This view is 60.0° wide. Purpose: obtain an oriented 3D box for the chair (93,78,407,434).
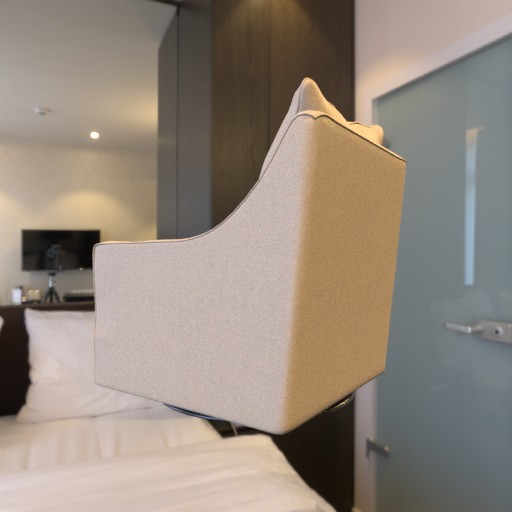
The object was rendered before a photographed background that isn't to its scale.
[{"bbox_3d":[0.000,0.000,1.596,0.876,0.942,0.760,0,0,35],"label":"chair"}]
